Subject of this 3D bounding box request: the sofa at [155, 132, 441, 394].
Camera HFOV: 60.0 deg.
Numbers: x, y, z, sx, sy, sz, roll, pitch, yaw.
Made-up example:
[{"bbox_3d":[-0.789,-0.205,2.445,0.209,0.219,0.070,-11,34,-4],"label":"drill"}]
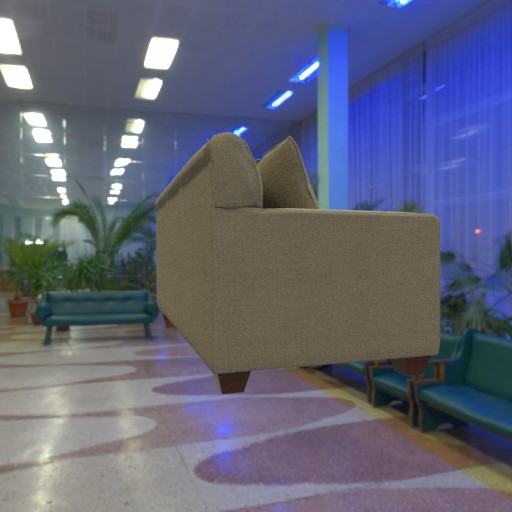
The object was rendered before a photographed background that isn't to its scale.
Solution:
[{"bbox_3d":[0.000,0.000,2.602,0.997,0.958,2.024,0,0,-18],"label":"sofa"}]
